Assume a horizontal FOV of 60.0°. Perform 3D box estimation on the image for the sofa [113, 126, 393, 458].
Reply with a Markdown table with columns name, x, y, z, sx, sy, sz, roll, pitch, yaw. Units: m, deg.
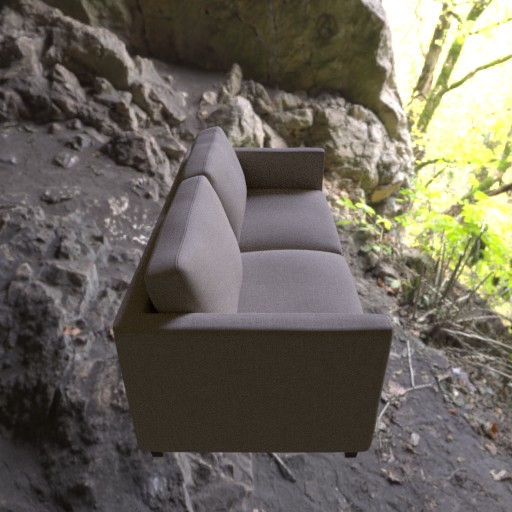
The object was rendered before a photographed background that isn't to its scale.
| name | x | y | z | sx | sy | sz | roll | pitch | yaw |
| --- | --- | --- | --- | --- | --- | --- | --- | --- | --- |
| sofa | 0.000 | 0.000 | 2.351 | 0.951 | 0.947 | 1.884 | 0 | 32 | 0 |
